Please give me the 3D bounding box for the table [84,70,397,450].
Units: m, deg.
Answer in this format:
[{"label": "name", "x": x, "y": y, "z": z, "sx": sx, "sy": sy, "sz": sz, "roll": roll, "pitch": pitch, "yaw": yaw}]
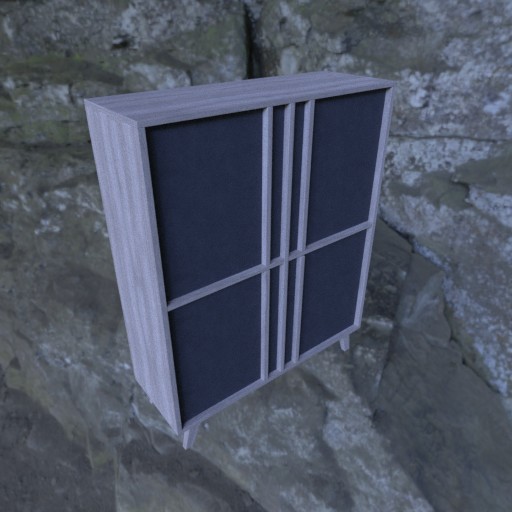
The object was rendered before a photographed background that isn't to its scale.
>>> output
[{"label": "table", "x": 0.000, "y": 0.000, "z": 1.944, "sx": 1.111, "sy": 1.388, "sz": 0.398, "roll": -21, "pitch": 36, "yaw": -32}]
